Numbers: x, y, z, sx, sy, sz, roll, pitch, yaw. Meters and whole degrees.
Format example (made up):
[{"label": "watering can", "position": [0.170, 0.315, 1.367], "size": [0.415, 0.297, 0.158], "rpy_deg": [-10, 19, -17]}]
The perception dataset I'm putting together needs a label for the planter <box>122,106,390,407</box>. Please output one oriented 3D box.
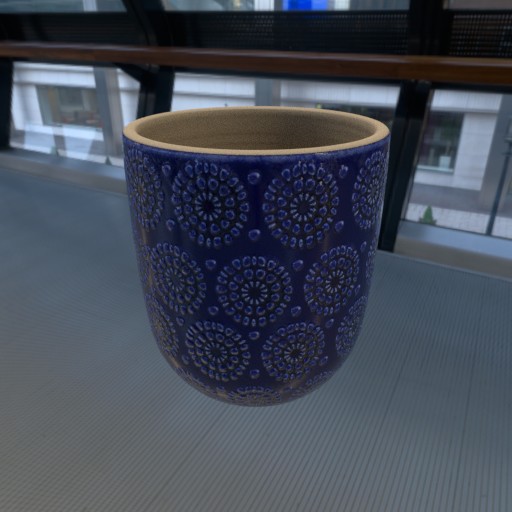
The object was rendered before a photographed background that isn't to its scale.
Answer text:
[{"label": "planter", "position": [0.000, 0.000, 0.354], "size": [0.184, 0.206, 0.184], "rpy_deg": [0, 26, 0]}]
